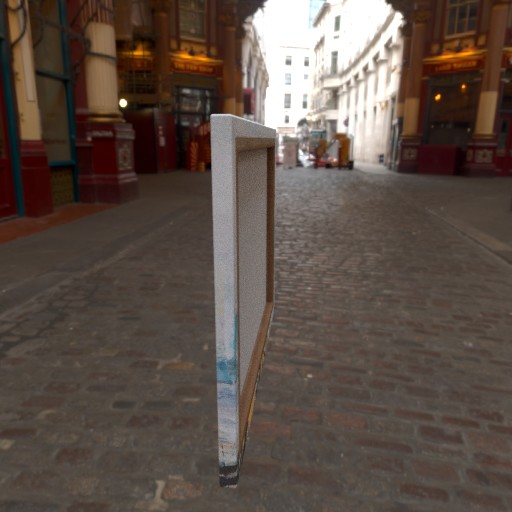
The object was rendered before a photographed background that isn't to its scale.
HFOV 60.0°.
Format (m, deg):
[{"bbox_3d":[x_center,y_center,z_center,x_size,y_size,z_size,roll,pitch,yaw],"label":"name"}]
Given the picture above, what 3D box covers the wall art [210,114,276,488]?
[{"bbox_3d":[0.000,0.000,1.337,0.038,0.762,1.016,2,15,7],"label":"wall art"}]
